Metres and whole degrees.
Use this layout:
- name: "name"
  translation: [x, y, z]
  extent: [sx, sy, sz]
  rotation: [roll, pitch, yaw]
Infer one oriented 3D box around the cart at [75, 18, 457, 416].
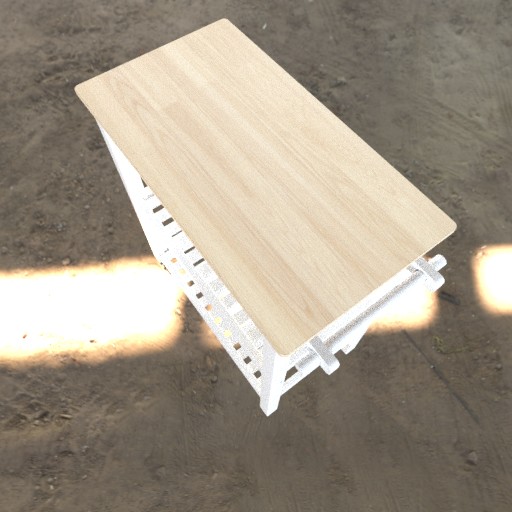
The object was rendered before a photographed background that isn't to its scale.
- name: "cart"
  translation: [0.000, 0.000, 1.394]
  extent: [0.457, 0.927, 0.899]
  rotation: [-33, 67, -16]
